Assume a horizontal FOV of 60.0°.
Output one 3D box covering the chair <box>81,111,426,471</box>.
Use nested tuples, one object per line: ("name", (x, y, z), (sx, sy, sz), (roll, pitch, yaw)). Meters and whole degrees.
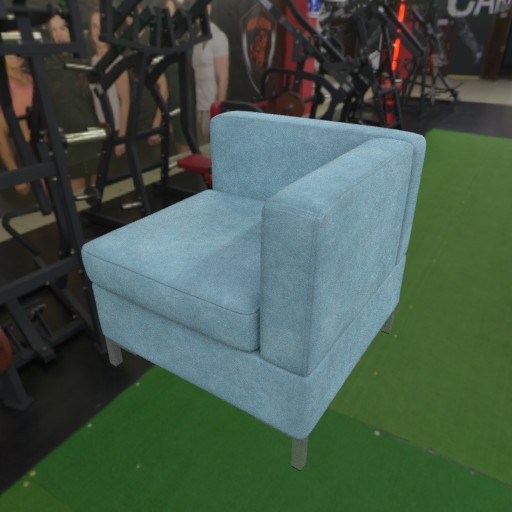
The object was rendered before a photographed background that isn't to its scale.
("chair", (0.000, 0.000, 1.249), (0.691, 0.660, 0.684), (18, 33, 29))
